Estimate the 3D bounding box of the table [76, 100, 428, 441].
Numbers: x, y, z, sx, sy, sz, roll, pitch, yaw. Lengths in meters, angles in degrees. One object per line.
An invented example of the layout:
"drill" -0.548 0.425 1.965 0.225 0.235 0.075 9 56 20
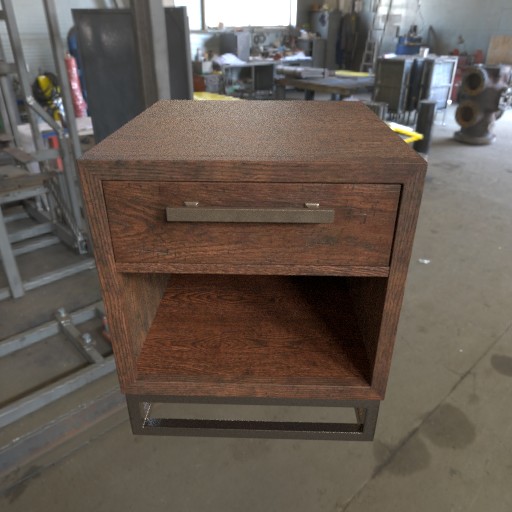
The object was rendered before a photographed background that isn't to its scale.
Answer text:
"table" 0.000 0.000 0.997 0.506 0.582 0.566 1 28 2
